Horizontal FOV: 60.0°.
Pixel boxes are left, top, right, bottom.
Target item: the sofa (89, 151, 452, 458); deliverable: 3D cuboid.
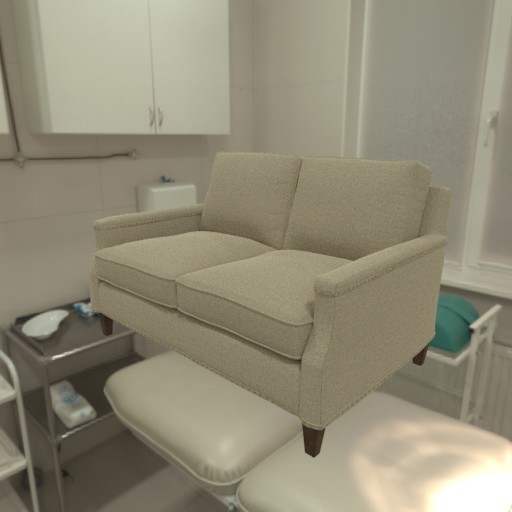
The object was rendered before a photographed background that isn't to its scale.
[{"bbox_3d":[0.000,0.000,2.265,1.597,1.003,1.084,14,20,41],"label":"sofa"}]
